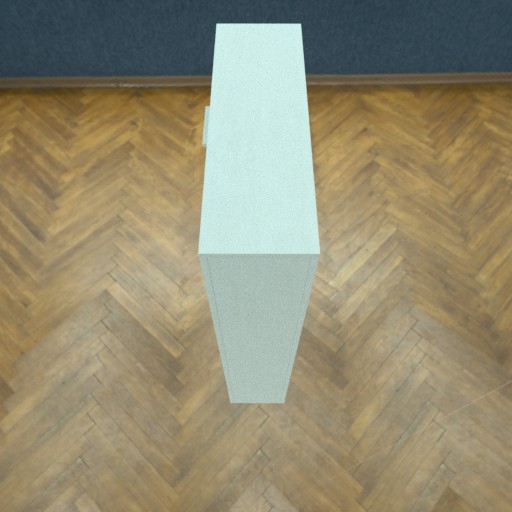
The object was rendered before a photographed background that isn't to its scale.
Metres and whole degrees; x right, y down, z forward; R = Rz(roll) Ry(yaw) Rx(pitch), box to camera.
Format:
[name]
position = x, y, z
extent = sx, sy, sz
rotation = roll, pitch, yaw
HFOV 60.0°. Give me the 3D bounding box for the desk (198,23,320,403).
[desk]
position = 0.000, 0.000, 1.597
extent = 0.250, 1.280, 0.750
rotation = 0, 59, 0
